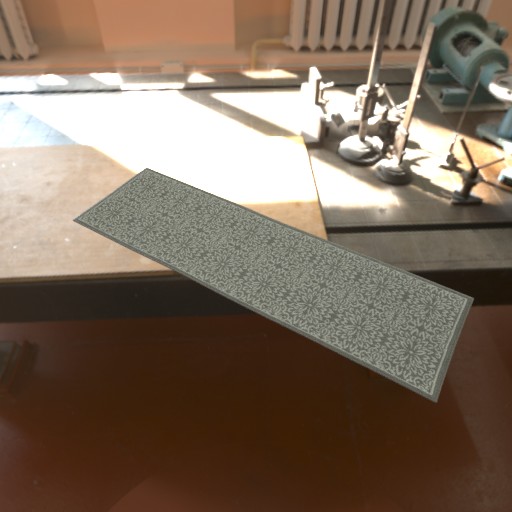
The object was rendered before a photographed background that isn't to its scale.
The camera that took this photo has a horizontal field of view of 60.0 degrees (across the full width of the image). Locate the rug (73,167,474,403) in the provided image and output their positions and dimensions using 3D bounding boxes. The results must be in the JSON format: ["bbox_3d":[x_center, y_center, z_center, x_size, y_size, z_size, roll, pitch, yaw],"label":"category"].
[{"bbox_3d":[0.000,0.000,2.458,2.196,0.011,0.662,24,50,22],"label":"rug"}]
